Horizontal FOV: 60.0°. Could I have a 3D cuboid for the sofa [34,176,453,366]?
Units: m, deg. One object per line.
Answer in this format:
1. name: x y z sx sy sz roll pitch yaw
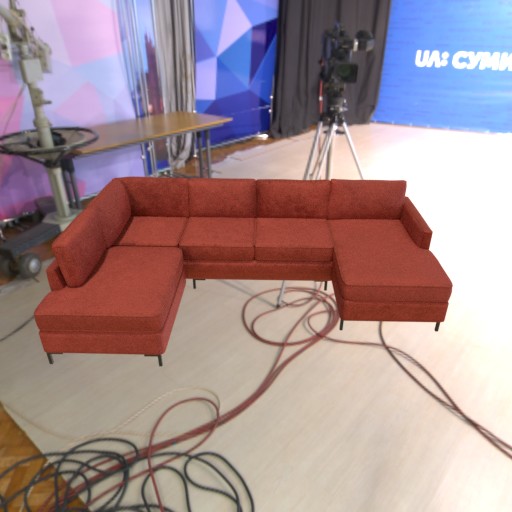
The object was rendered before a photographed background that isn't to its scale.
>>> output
1. sofa: 0.000 0.000 4.276 3.434 0.992 2.055 1 29 1
